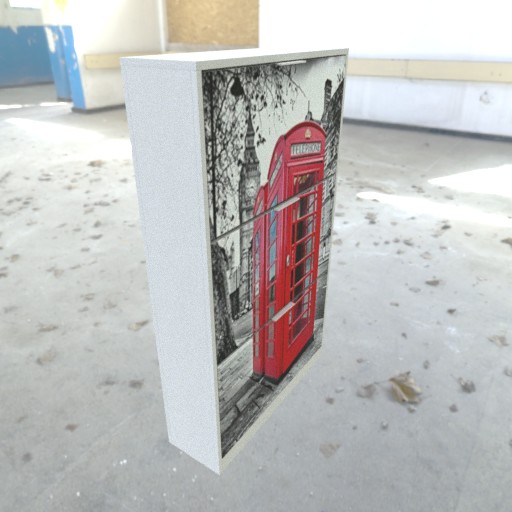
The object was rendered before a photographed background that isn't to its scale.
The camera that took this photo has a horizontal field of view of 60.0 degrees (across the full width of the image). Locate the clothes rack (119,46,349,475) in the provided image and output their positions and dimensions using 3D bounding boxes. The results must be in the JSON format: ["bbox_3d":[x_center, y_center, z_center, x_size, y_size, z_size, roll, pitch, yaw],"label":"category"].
[{"bbox_3d":[0.000,0.000,1.529,0.250,1.280,0.750,18,32,30],"label":"clothes rack"}]
